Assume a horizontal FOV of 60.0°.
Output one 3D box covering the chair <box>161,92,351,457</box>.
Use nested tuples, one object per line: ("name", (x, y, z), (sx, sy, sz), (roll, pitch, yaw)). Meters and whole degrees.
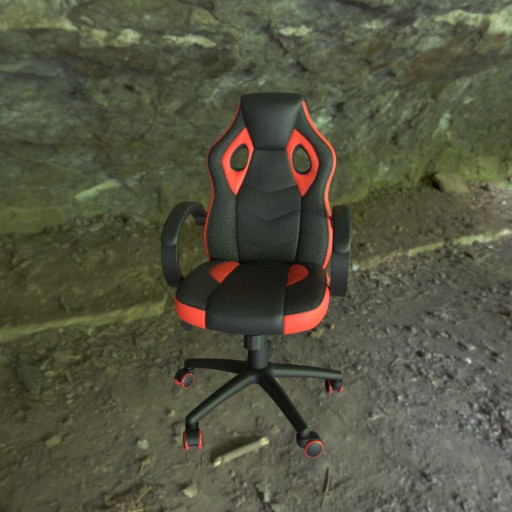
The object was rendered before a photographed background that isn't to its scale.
("chair", (0.000, 0.000, 1.410), (0.600, 1.016, 0.642), (2, 17, 8))
